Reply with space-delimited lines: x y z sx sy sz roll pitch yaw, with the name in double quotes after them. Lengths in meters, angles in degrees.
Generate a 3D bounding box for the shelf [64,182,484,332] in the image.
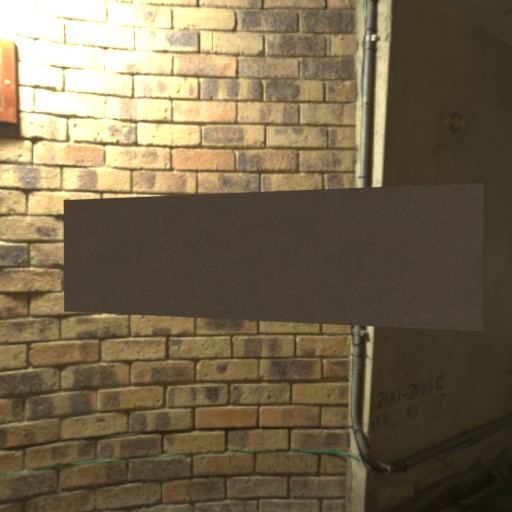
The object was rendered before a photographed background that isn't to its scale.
0.000 0.000 1.135 1.020 0.300 0.200 0 1 17 "shelf"
